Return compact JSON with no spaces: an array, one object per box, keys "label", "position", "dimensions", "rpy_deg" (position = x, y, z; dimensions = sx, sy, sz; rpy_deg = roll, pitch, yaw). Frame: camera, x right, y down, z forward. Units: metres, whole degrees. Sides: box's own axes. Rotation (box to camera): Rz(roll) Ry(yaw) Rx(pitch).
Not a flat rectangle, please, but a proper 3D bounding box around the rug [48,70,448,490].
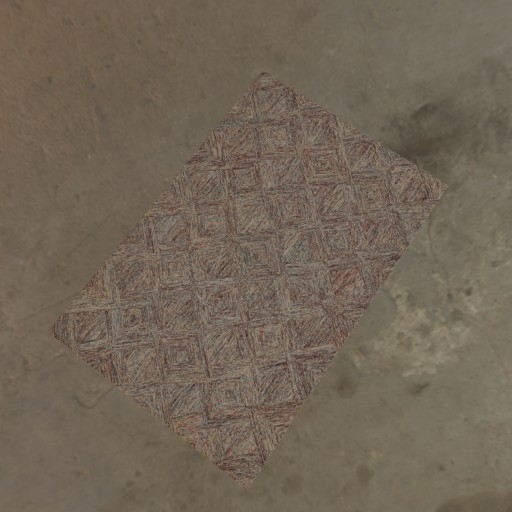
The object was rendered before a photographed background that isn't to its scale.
[{"label":"rug","position":[0.000,0.000,2.851],"dimensions":[1.523,0.019,2.285],"rpy_deg":[35,79,8]}]
